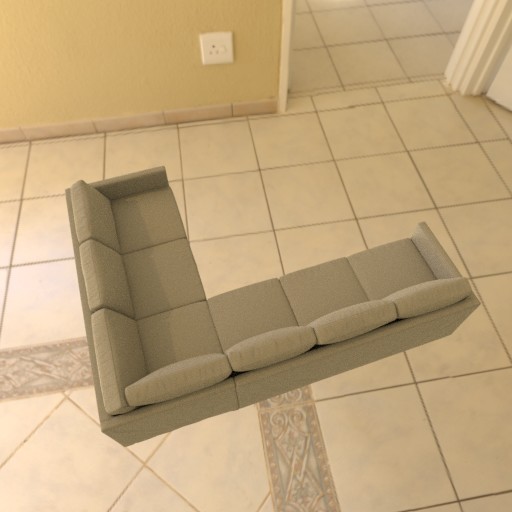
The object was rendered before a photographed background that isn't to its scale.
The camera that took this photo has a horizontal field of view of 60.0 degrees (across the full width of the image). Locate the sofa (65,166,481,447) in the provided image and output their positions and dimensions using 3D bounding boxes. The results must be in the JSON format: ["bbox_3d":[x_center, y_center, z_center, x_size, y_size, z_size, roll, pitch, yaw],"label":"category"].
[{"bbox_3d":[0.000,0.000,4.254,3.182,0.871,2.432,-16,59,-10],"label":"sofa"}]
